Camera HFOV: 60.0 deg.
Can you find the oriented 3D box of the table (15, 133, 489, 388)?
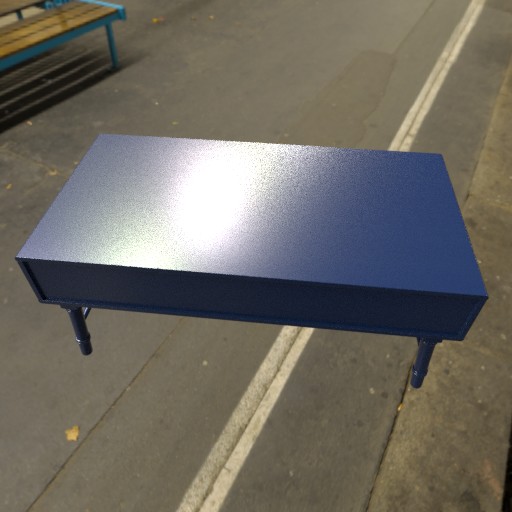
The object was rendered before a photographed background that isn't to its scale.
[{"bbox_3d":[0.000,0.000,1.346,1.067,0.457,0.572,5,46,4],"label":"table"}]
